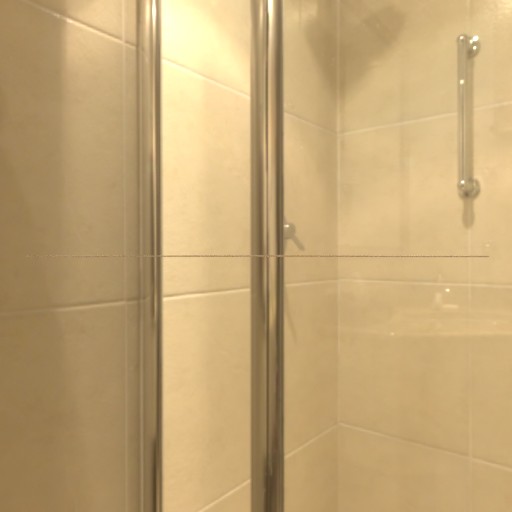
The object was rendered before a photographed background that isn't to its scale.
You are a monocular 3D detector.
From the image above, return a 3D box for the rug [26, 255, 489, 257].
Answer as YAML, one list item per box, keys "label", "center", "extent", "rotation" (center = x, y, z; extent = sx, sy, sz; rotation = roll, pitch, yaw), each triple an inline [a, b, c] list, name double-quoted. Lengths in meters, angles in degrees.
- label: "rug"
  center: [0.000, 0.000, 2.589]
  extent: [2.346, 0.013, 0.712]
  rotation: [0, 0, 1]
